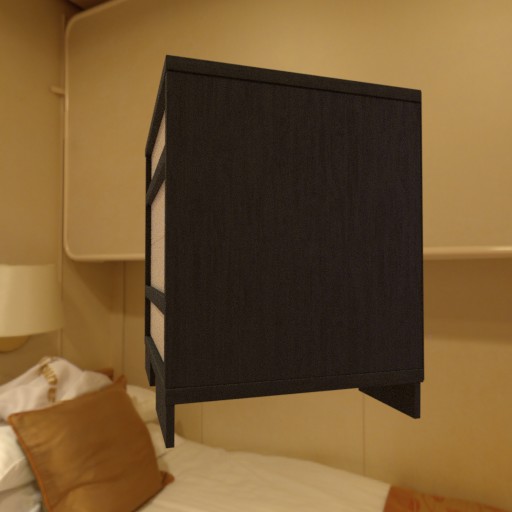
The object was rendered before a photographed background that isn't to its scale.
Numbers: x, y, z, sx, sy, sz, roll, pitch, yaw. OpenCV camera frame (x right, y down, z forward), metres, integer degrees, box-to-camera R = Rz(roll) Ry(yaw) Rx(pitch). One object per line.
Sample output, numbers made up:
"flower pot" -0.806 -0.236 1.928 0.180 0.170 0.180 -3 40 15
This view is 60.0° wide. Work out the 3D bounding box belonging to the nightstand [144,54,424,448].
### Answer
"nightstand" 0.000 0.000 0.755 0.347 0.448 0.427 0 -2 -17
